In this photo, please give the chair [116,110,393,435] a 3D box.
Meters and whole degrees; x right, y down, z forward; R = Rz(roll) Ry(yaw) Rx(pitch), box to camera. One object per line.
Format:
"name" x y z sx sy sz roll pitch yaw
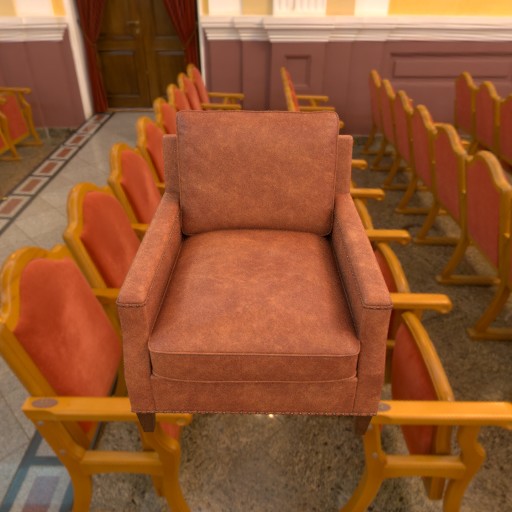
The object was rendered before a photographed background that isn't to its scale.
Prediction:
"chair" 0.000 0.000 1.741 0.853 0.943 1.014 0 32 1
